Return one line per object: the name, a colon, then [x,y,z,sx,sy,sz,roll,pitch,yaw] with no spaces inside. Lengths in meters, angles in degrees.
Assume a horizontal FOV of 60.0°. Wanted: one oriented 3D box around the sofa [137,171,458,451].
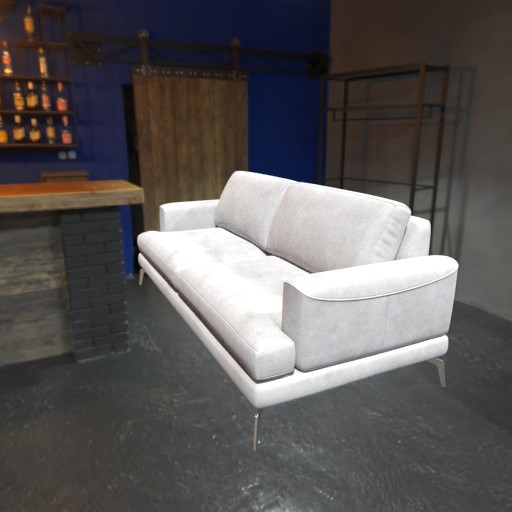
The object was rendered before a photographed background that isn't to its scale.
sofa: [0.000,0.000,2.543,0.980,0.830,2.013,-8,17,-25]
